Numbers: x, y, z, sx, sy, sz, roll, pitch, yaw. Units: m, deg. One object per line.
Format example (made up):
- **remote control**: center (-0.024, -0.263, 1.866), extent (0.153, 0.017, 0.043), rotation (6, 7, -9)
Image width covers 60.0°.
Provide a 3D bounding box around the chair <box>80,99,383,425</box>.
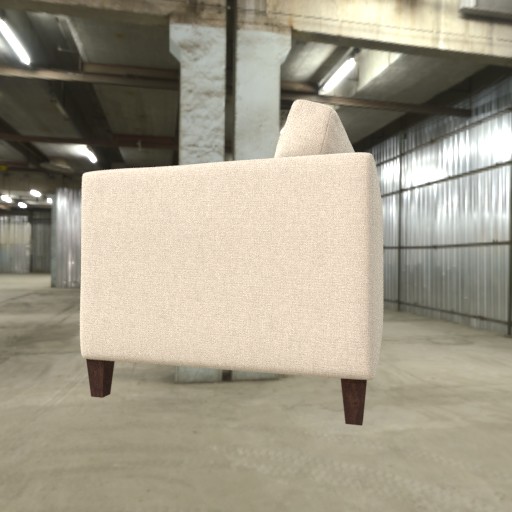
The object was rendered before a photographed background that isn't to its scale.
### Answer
- **chair**: center (0.000, 0.000, 1.753), extent (0.959, 0.919, 0.996), rotation (0, -1, 17)
